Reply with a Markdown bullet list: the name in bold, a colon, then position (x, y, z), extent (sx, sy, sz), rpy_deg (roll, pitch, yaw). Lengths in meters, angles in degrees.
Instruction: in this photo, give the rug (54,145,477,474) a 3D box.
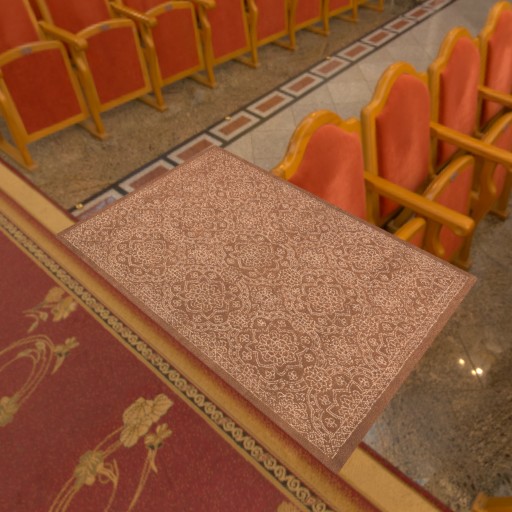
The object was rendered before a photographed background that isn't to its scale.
- **rug**: position (0.000, 0.000, 2.846), extent (2.286, 0.011, 1.524), rpy_deg (32, 54, 28)
